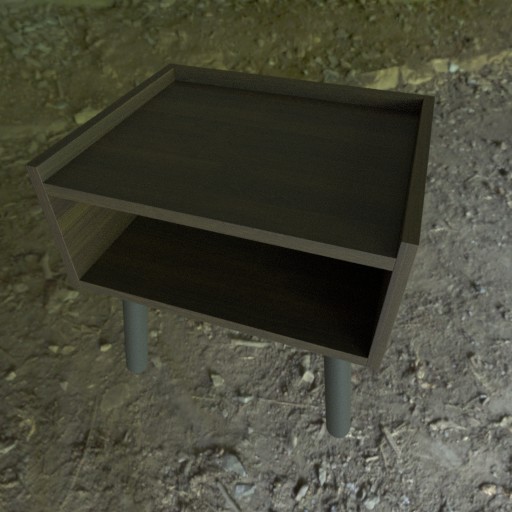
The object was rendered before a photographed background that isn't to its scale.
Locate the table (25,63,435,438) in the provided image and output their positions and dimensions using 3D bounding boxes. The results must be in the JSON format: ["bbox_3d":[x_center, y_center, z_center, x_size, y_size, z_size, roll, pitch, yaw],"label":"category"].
[{"bbox_3d":[0.000,0.000,0.755,0.450,0.470,0.370,13,43,14],"label":"table"}]
